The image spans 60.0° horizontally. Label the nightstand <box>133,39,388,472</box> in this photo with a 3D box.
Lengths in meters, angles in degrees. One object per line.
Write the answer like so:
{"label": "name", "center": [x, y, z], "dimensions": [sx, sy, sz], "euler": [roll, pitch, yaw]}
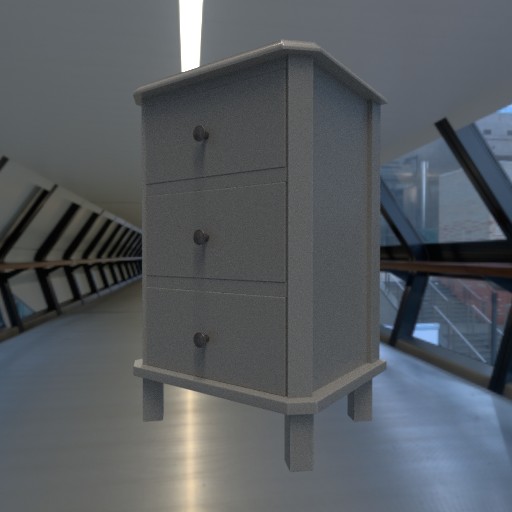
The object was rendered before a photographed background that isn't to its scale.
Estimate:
{"label": "nightstand", "center": [0.000, 0.000, 0.925], "dimensions": [0.435, 0.680, 0.348], "euler": [1, 1, 36]}
